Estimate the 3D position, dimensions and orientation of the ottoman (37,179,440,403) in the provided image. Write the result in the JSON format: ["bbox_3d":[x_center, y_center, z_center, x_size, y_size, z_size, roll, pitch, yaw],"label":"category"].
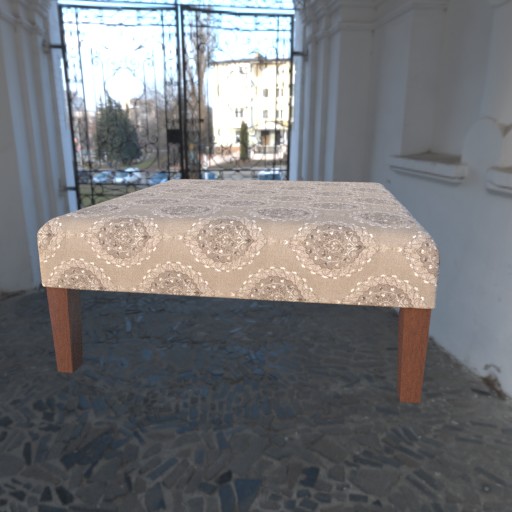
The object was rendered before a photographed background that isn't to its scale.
[{"bbox_3d":[0.000,0.000,1.401,0.890,0.411,0.889,2,16,8],"label":"ottoman"}]
